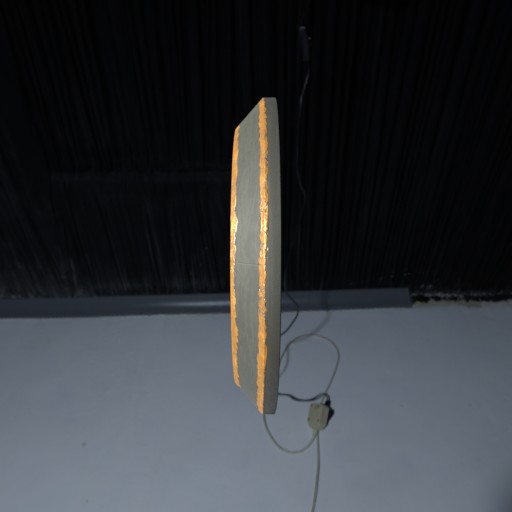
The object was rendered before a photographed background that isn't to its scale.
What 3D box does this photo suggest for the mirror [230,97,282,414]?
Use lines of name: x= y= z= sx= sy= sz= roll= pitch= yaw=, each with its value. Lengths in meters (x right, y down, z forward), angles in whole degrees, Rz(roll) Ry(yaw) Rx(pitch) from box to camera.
mirror: x=0.000 y=0.000 z=1.348 sx=0.111 sy=0.907 sz=0.907 roll=0 pitch=41 yaw=0
